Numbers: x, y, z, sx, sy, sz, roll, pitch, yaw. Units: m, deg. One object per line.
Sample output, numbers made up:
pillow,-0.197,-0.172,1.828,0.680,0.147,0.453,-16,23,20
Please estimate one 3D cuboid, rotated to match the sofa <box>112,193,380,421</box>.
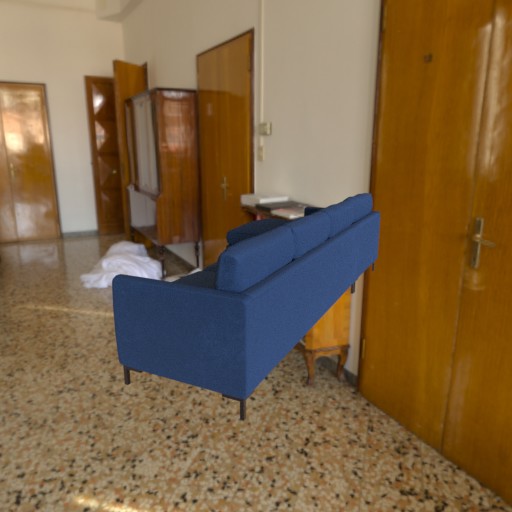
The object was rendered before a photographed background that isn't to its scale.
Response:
sofa,0.000,0.000,2.932,1.128,0.679,2.450,7,16,26
